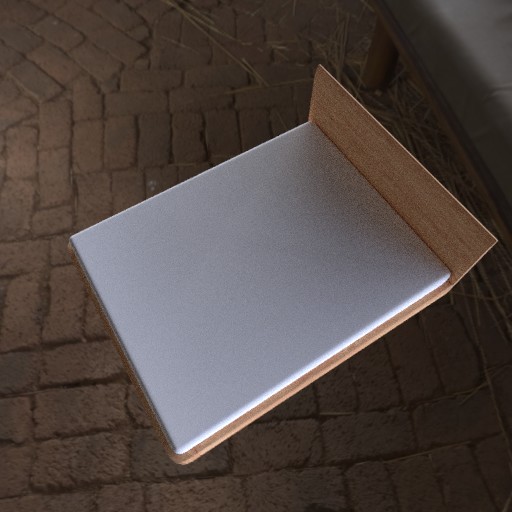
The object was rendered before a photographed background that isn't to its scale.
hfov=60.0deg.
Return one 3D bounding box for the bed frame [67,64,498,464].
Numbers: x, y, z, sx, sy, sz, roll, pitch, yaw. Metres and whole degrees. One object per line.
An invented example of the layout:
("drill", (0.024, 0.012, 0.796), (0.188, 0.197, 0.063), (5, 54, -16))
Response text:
("bed frame", (0.000, 0.000, 2.911), (2.092, 0.940, 1.660), (-29, 66, -14))
